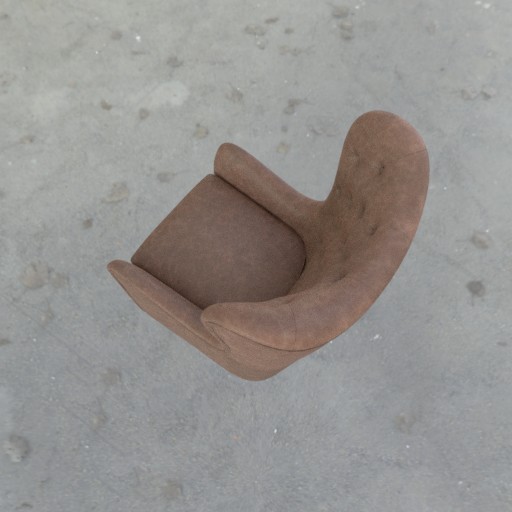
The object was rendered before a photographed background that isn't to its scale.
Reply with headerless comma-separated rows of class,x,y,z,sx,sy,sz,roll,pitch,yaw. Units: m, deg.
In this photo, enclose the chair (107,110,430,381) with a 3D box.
chair,0.000,0.000,1.706,0.930,1.079,0.831,32,67,15
